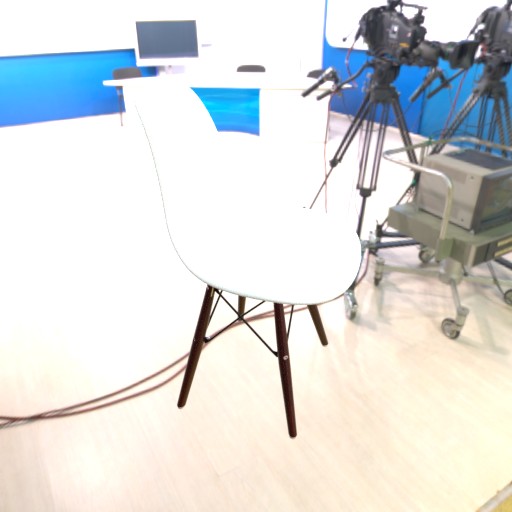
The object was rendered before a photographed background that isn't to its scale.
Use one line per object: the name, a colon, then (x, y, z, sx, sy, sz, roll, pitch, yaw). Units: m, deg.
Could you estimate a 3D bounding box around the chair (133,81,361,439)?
chair: (0.000, 0.000, 1.169, 0.533, 0.826, 0.470, 10, 32, 17)
